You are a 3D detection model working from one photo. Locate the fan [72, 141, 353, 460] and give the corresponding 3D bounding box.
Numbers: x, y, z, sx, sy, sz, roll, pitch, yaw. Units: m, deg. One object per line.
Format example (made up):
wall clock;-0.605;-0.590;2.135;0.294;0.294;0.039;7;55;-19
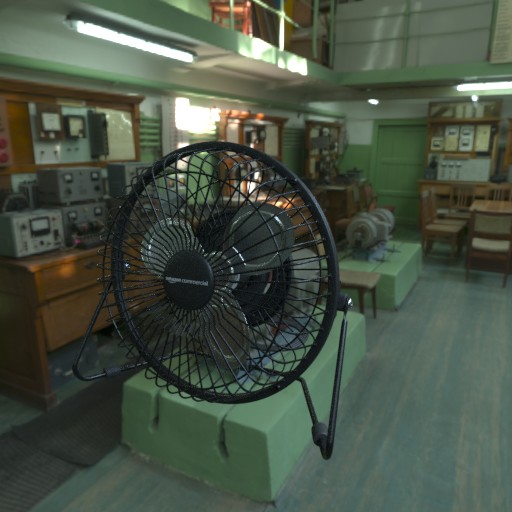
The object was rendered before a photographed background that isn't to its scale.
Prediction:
fan;0.000;0.000;0.374;0.209;0.188;0.227;7;16;26
